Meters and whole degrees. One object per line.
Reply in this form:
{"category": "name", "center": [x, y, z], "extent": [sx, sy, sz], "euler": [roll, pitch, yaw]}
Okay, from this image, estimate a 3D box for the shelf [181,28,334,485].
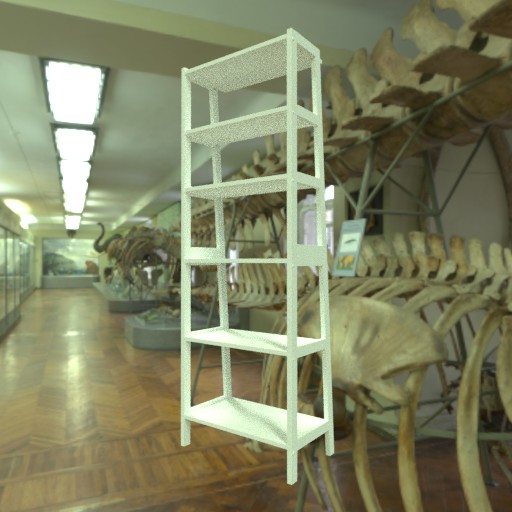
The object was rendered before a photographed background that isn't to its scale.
{"category": "shelf", "center": [0.000, 0.000, 2.181], "extent": [0.660, 1.892, 0.381], "euler": [0, -1, 37]}
